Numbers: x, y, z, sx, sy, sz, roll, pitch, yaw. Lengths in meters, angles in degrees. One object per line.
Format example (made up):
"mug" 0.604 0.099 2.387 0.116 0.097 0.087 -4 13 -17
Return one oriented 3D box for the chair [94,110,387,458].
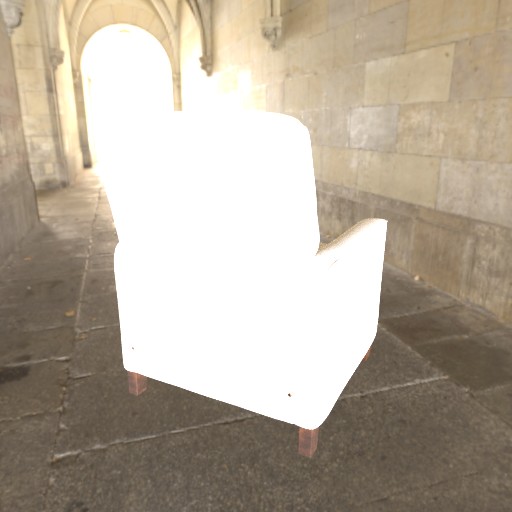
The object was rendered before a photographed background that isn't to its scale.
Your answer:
"chair" 0.000 0.000 1.682 0.841 1.028 0.858 8 18 27
